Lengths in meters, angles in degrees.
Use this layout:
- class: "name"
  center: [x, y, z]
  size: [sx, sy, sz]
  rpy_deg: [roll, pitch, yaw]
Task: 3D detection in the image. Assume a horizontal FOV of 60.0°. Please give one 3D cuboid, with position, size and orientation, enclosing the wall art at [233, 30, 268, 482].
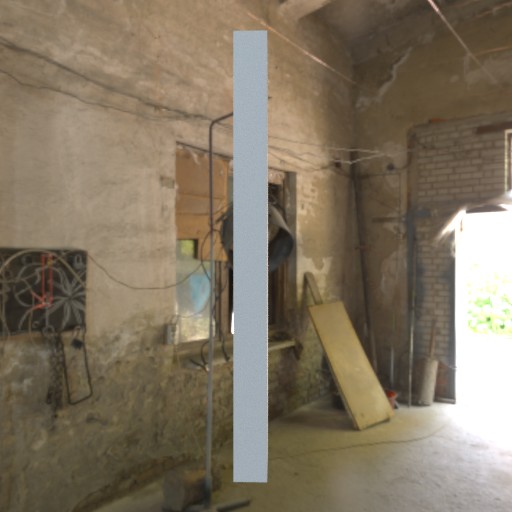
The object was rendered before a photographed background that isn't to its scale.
- class: "wall art"
  center: [0.000, 0.000, 1.911]
  size: [0.098, 1.291, 1.289]
  rpy_deg: [0, 0, 1]
